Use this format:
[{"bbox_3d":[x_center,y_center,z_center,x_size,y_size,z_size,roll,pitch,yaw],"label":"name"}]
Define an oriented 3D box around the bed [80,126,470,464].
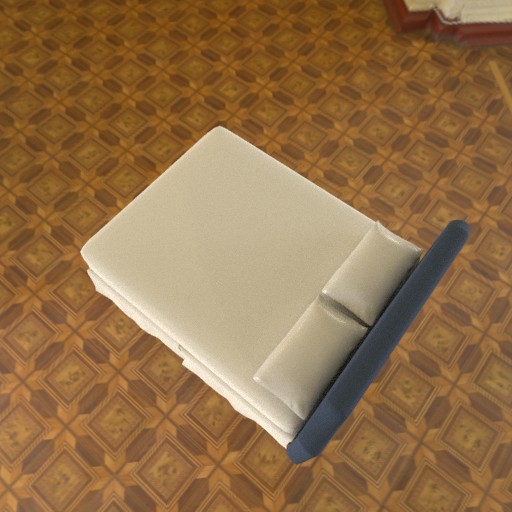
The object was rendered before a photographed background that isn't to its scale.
[{"bbox_3d":[0.000,0.000,3.334,2.260,1.297,1.831,36,68,16],"label":"bed"}]
